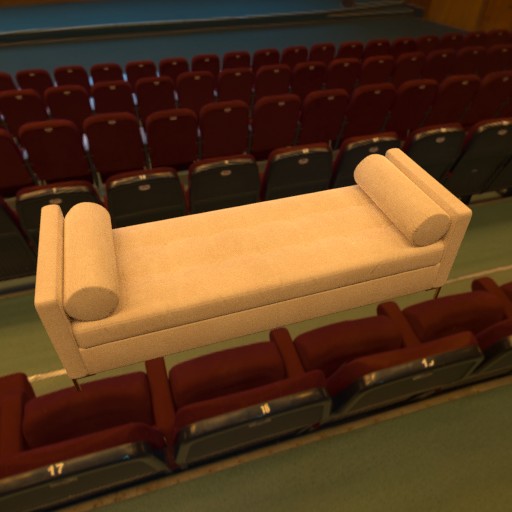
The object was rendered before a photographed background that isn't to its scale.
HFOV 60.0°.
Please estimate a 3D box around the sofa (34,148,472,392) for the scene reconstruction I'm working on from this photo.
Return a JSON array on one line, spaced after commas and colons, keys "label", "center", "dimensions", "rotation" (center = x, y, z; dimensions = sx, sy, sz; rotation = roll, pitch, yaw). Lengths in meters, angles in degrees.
[{"label": "sofa", "center": [0.000, 0.000, 2.336], "dimensions": [1.981, 0.635, 0.686], "rotation": [-12, 43, -13]}]
